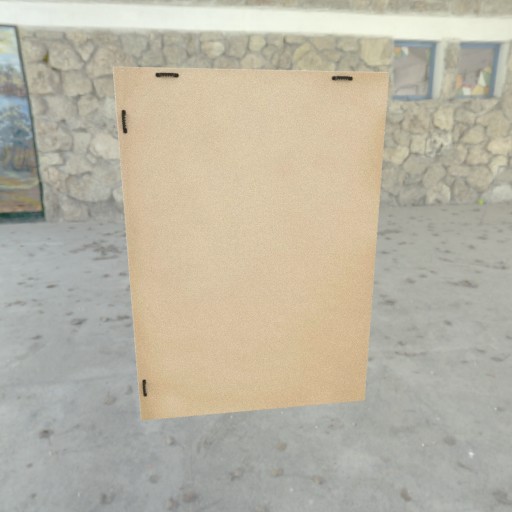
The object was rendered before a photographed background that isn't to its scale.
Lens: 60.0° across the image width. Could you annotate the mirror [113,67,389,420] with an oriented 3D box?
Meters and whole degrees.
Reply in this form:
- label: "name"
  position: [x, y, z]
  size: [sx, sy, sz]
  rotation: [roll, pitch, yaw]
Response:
- label: "mirror"
  position: [0.000, 0.000, 0.914]
  size: [0.507, 0.710, 0.039]
  rotation: [-2, 16, -8]
